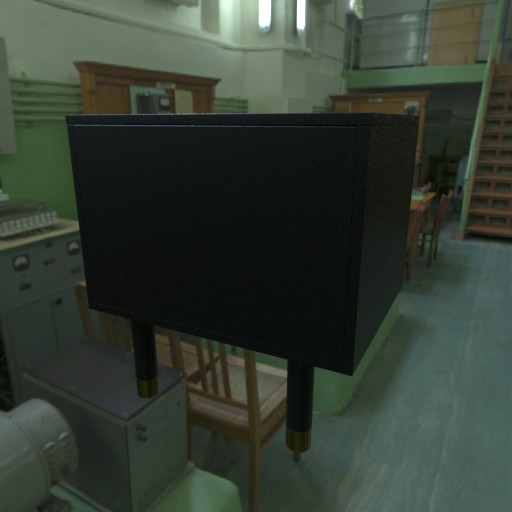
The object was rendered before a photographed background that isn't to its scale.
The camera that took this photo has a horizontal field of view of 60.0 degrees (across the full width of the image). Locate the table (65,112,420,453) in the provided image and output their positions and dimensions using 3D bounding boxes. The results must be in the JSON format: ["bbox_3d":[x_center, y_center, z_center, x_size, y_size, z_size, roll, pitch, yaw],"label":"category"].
[{"bbox_3d":[0.000,0.000,0.965,0.564,0.584,0.441,9,19,26],"label":"table"}]
